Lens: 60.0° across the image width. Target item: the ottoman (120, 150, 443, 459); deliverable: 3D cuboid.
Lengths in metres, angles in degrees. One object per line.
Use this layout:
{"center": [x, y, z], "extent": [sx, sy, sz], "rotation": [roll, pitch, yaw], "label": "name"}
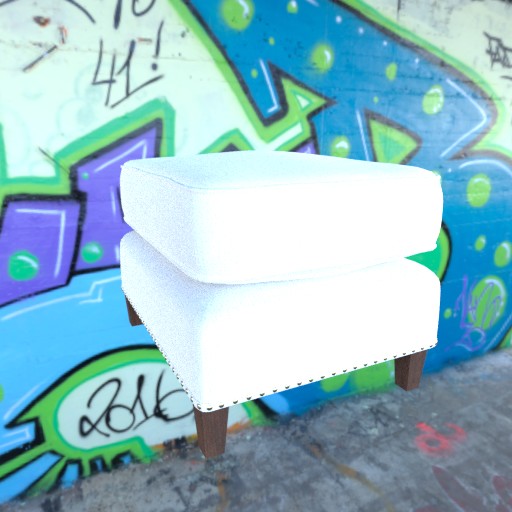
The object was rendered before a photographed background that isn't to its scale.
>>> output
{"center": [0.000, 0.000, 1.159], "extent": [0.589, 0.537, 0.738], "rotation": [-8, 17, -26], "label": "ottoman"}
